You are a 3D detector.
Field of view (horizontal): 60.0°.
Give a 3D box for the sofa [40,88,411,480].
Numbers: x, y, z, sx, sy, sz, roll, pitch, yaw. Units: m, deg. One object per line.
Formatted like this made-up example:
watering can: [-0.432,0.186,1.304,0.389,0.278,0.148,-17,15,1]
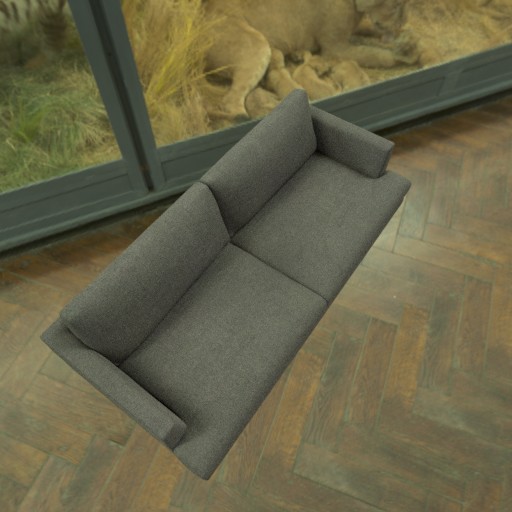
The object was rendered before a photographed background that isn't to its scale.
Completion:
sofa: [0.000,0.000,2.669,1.020,0.868,2.250,31,63,18]
